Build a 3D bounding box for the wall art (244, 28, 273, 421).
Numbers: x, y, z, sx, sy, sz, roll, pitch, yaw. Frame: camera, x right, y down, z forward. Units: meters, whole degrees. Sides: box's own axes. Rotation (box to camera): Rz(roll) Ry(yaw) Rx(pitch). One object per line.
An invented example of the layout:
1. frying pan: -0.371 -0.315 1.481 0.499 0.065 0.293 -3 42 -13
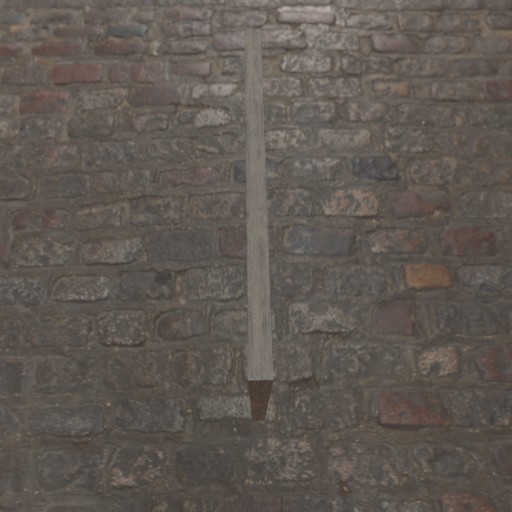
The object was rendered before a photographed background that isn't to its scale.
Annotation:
1. wall art: 0.000 0.000 1.172 0.038 0.762 0.762 -1 65 0
